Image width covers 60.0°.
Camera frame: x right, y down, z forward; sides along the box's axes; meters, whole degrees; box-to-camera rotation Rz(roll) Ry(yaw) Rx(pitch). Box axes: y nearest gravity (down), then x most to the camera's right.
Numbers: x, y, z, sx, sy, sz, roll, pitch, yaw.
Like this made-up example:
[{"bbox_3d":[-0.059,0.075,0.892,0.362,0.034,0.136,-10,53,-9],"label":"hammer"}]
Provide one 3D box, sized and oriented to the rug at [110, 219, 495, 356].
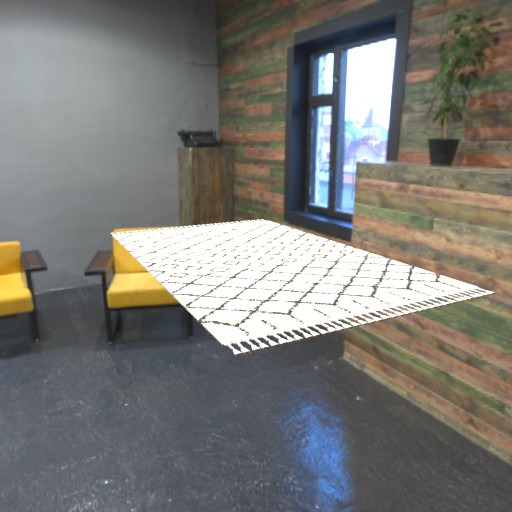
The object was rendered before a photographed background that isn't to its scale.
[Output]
[{"bbox_3d":[0.000,0.000,2.427,1.196,0.008,2.006,-7,16,-27],"label":"rug"}]
